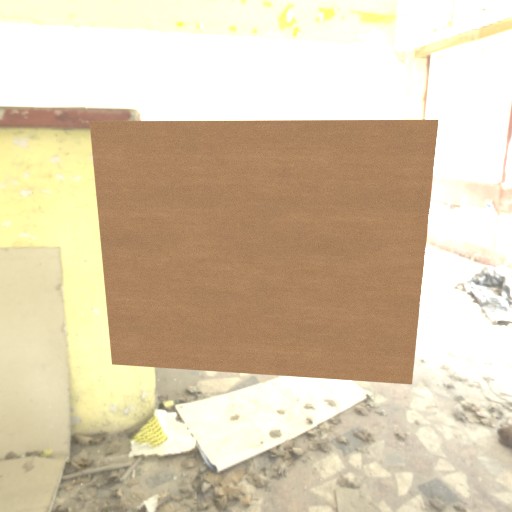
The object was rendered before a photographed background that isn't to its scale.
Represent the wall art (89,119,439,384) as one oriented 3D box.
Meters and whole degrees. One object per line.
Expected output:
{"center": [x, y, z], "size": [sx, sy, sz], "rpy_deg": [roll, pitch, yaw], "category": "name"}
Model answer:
{"center": [0.000, 0.000, 0.697], "size": [0.508, 0.408, 0.010], "rpy_deg": [2, 15, 7], "category": "wall art"}
